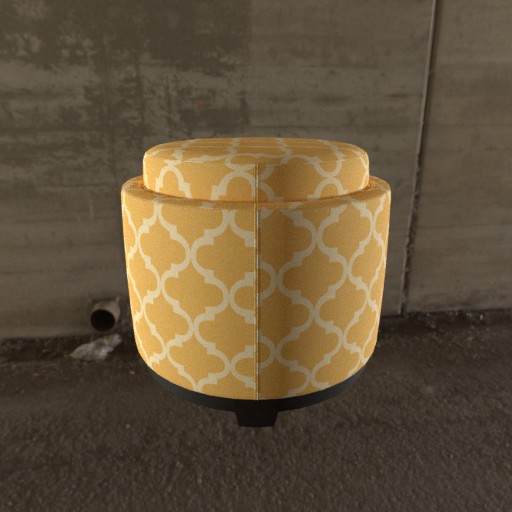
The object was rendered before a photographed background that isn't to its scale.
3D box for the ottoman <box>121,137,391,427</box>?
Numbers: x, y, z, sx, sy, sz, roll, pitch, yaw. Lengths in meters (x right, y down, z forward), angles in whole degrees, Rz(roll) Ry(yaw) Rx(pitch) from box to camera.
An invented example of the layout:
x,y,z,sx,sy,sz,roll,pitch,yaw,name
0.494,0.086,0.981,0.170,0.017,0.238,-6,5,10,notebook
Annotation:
x,y,z,sx,sy,sz,roll,pitch,yaw,name
0.000,0.000,0.852,0.480,0.429,0.480,0,19,0,ottoman
